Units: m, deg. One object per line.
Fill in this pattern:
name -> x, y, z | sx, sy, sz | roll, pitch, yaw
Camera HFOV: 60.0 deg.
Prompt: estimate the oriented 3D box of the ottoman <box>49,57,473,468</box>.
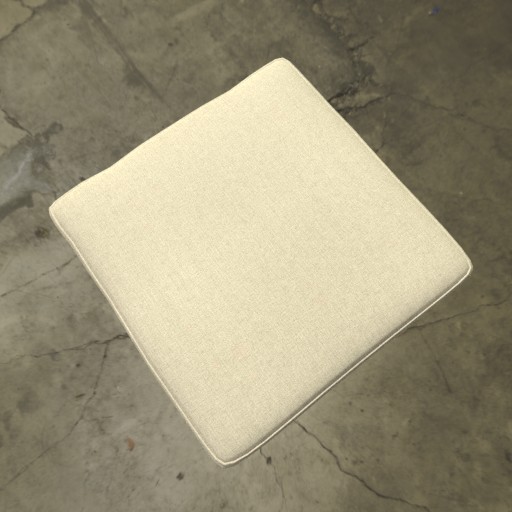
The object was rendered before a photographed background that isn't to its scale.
ottoman -> 0.000, 0.000, 1.337 | 0.838, 0.478, 0.838 | -36, 77, -9
